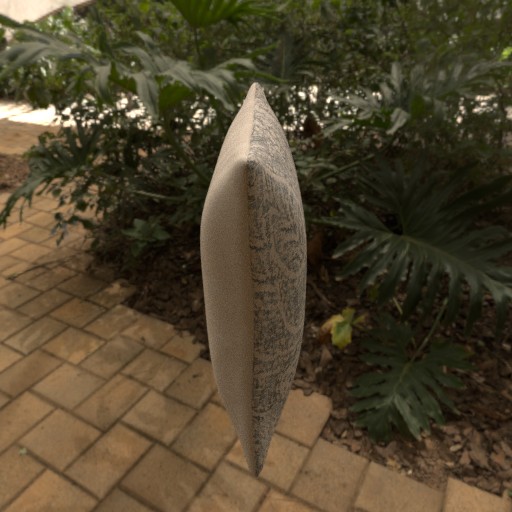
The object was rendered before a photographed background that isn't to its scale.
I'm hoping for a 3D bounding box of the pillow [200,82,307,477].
[{"bbox_3d":[0.000,0.000,0.793,0.166,0.510,0.523,1,30,1],"label":"pillow"}]
